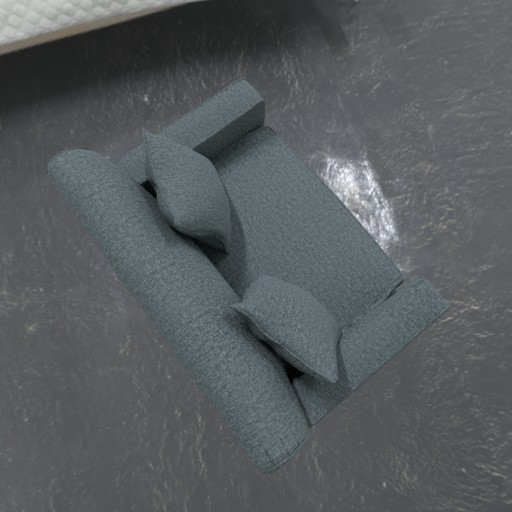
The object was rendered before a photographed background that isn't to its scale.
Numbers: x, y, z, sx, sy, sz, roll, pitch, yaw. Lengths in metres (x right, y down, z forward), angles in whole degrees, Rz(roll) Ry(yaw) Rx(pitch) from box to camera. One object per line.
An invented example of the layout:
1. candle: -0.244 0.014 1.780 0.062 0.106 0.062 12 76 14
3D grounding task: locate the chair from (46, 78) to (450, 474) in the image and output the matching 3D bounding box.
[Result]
1. chair: 0.000 0.000 2.000 1.000 0.948 1.383 -37 78 -9
